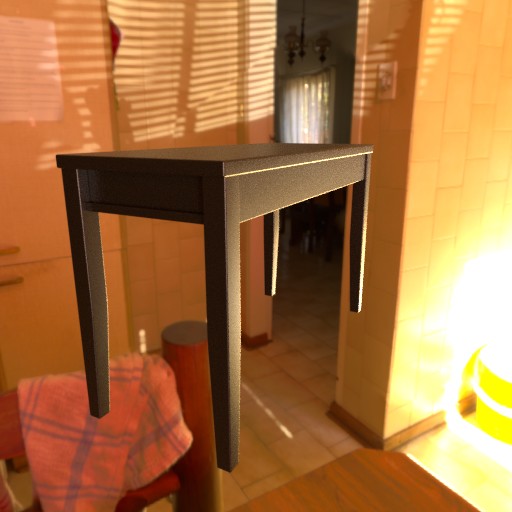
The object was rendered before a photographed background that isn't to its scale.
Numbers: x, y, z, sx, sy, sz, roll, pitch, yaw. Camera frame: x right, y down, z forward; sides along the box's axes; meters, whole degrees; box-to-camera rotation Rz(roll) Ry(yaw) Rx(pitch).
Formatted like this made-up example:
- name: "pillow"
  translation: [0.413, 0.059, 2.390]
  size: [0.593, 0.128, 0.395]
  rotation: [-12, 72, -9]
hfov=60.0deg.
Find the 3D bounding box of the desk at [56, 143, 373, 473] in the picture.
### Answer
- name: "desk"
  translation: [0.000, 0.000, 1.635]
  size: [0.508, 0.775, 1.220]
  rotation: [8, 18, 27]
